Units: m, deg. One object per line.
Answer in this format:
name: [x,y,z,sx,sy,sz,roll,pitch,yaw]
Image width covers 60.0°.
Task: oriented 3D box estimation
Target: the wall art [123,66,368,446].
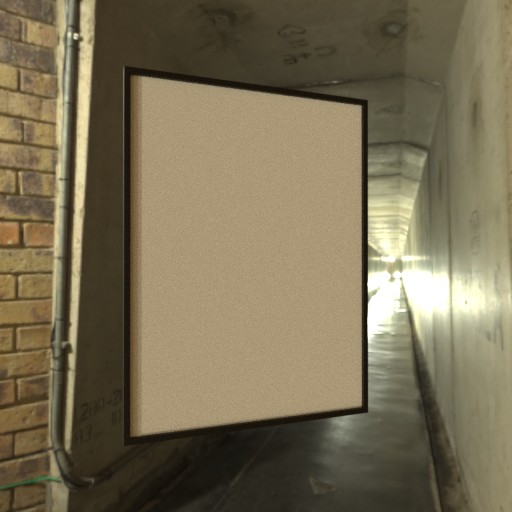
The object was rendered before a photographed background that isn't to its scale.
wall art: [0.000,0.000,1.398,0.802,1.070,0.036,0,0,-20]
